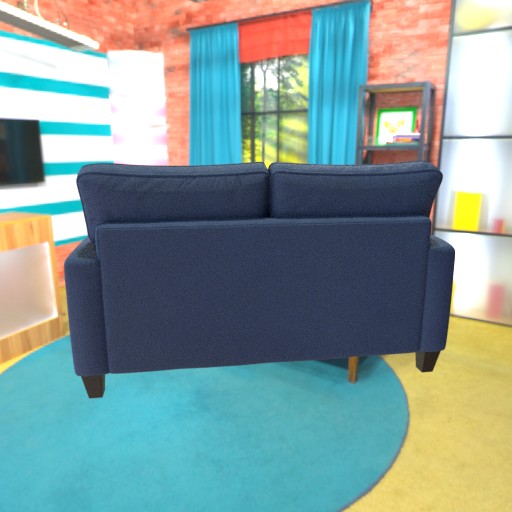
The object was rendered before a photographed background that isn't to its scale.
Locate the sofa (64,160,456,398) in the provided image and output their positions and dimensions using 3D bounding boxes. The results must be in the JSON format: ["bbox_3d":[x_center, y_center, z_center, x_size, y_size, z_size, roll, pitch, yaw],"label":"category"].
[{"bbox_3d":[0.000,0.000,2.267,1.651,0.965,0.965,-2,14,-8],"label":"sofa"}]
